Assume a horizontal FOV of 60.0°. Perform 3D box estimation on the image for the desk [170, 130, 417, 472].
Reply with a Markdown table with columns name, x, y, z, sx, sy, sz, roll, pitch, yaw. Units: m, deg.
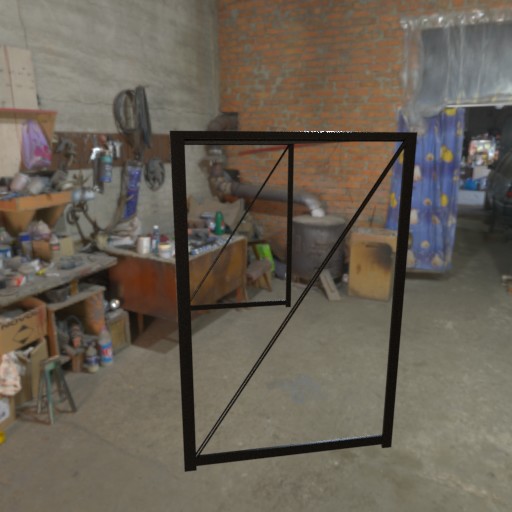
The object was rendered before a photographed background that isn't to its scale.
| name | x | y | z | sx | sy | sz | roll | pitch | yaw |
| --- | --- | --- | --- | --- | --- | --- | --- | --- | --- |
| desk | 0.000 | 0.000 | 1.448 | 0.505 | 0.747 | 1.015 | -2 | 14 | -10 |
